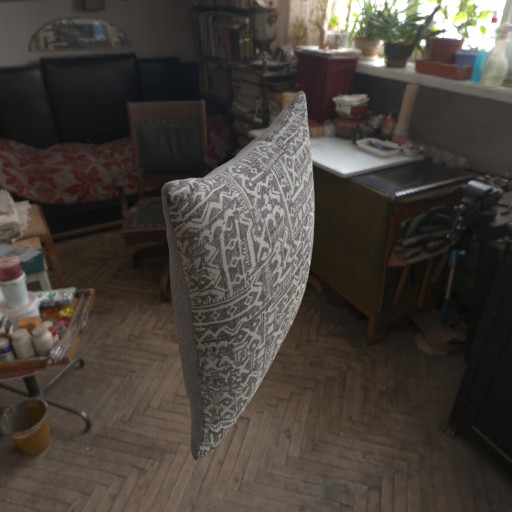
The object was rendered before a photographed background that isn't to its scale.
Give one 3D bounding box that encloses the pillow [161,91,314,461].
[{"bbox_3d":[0.000,0.000,0.814,0.180,0.487,0.546,11,33,18],"label":"pillow"}]
